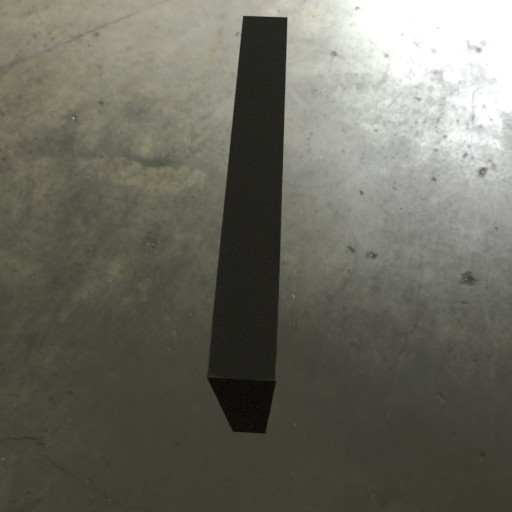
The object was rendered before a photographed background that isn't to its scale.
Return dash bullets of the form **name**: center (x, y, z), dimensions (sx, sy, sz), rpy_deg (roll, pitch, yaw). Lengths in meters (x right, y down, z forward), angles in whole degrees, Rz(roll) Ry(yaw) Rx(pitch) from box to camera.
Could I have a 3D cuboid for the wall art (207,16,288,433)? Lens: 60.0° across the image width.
- **wall art**: center (0.000, 0.000, 0.446), dimensions (0.038, 0.305, 0.305), rpy_deg (3, 63, 1)
